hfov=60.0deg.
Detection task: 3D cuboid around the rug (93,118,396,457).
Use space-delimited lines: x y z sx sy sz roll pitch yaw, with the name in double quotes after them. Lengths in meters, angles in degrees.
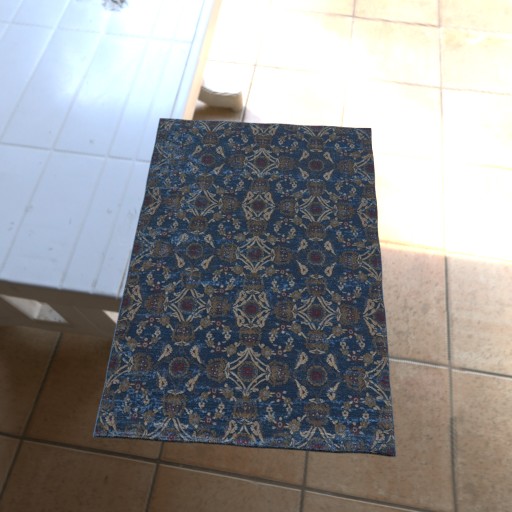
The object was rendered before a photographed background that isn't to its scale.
0.000 0.000 2.776 1.567 0.014 2.207 3 63 2 "rug"
